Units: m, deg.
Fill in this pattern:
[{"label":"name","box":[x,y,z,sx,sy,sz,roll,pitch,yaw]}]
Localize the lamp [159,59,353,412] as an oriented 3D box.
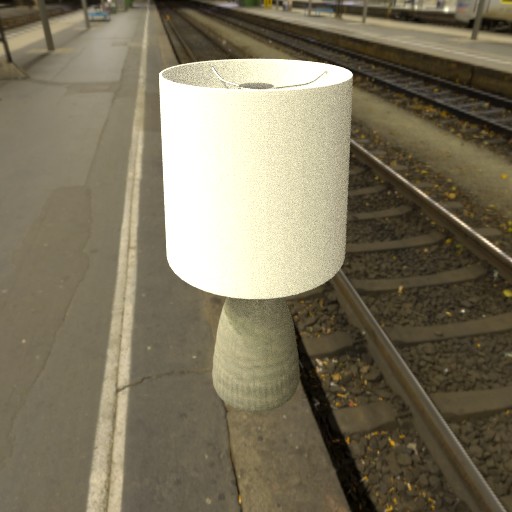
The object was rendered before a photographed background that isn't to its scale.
[{"label":"lamp","box":[0.000,0.000,0.476,0.186,0.369,0.186,0,31,0]}]
